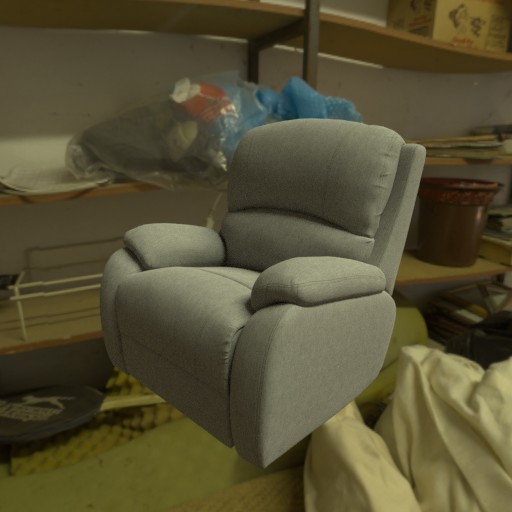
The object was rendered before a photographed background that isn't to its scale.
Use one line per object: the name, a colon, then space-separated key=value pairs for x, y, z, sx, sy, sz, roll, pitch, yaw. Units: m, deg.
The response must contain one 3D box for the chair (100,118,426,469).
chair: x=0.000 y=0.000 z=1.686 sx=0.930 sy=1.011 sz=0.899 roll=15 pitch=21 yaw=42
